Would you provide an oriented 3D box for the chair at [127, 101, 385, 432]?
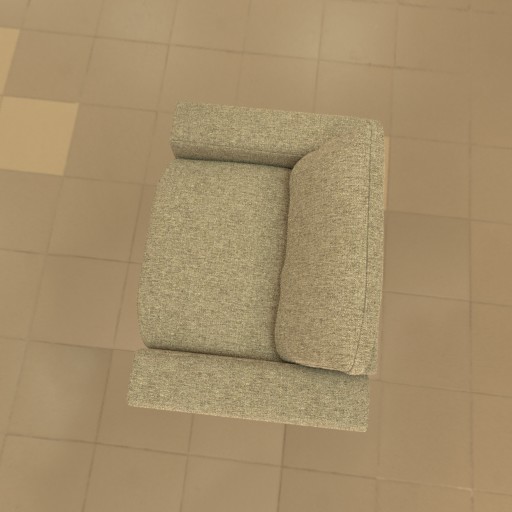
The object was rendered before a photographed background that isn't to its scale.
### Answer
[{"bbox_3d":[0.000,0.000,2.036,1.039,0.915,1.398,6,76,1],"label":"chair"}]
